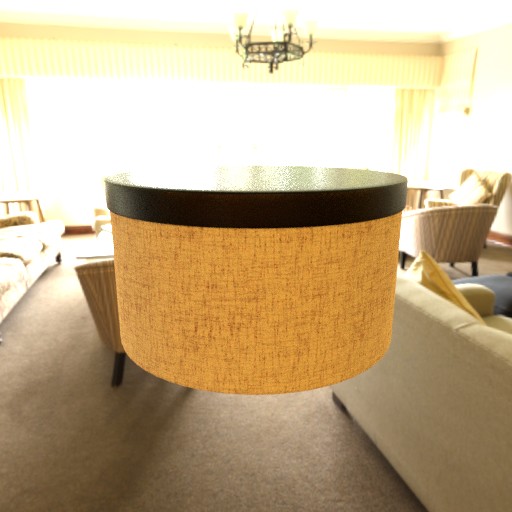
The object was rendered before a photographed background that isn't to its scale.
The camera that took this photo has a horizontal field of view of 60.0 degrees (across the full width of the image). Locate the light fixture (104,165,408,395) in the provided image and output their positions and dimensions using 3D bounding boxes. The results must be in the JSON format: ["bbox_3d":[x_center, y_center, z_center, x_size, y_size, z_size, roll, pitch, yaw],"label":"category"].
[{"bbox_3d":[0.000,0.000,0.627,0.389,0.229,0.389,0,15,0],"label":"light fixture"}]
